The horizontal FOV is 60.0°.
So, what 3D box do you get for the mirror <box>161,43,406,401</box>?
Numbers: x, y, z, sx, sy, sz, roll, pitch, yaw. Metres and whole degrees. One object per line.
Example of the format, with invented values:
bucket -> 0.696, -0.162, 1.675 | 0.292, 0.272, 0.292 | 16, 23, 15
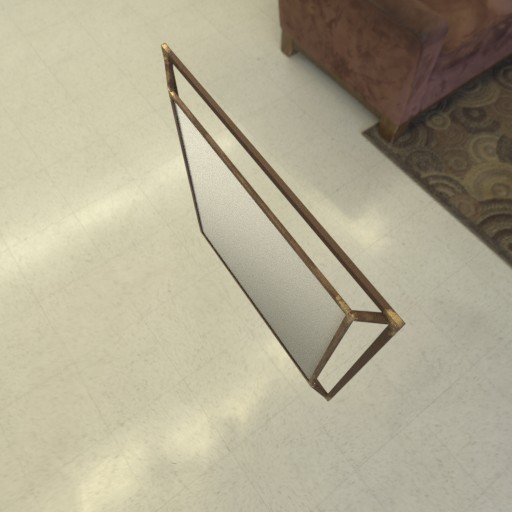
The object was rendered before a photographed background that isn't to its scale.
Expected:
mirror -> 0.000, 0.000, 0.926 | 0.032, 0.610, 0.610 | -31, 68, -14
